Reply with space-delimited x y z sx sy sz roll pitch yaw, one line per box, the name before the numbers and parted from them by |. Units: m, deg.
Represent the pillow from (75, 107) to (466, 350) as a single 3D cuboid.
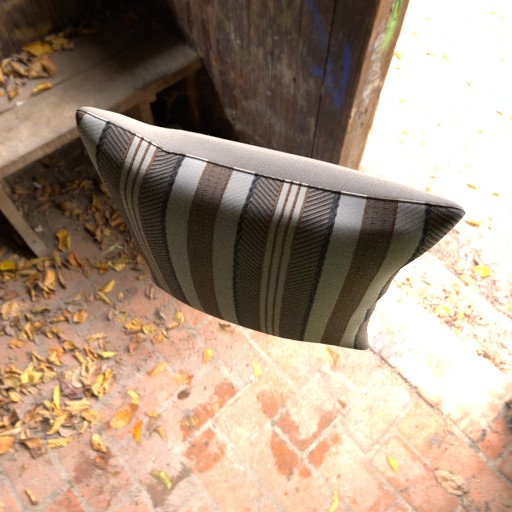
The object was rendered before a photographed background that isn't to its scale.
pillow | 0.000 0.000 0.617 0.416 0.401 0.173 17 61 9
